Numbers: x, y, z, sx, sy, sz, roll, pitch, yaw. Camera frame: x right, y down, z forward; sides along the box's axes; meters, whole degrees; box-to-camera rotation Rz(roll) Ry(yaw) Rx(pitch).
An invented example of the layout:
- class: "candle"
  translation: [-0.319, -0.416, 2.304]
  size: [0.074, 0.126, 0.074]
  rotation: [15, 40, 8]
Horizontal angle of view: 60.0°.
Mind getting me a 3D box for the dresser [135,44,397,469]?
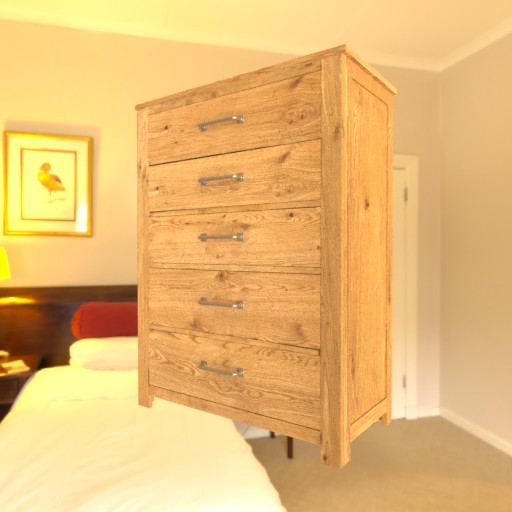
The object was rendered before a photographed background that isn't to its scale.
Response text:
- class: "dresser"
  translation: [0.000, 0.000, 1.991]
  size: [1.081, 1.431, 0.558]
  rotation: [1, 1, 36]
